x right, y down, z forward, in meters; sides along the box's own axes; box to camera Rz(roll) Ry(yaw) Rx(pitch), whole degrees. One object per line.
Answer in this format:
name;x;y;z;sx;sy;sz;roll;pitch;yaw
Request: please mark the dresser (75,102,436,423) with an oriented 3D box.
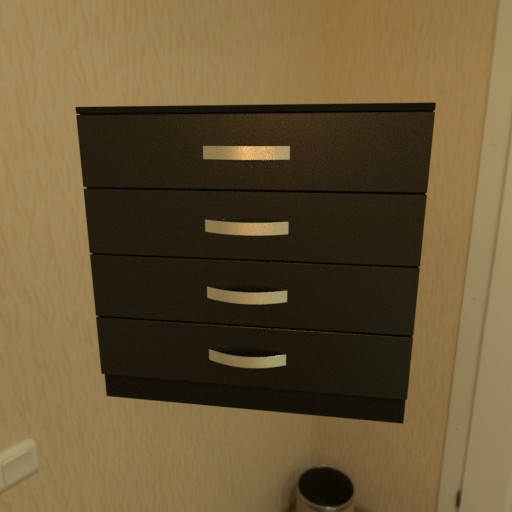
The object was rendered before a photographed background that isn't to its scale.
dresser;0.000;0.000;1.146;0.750;0.720;0.360;2;15;9
